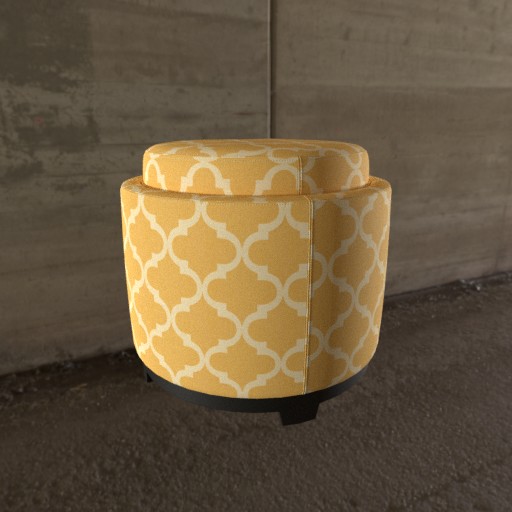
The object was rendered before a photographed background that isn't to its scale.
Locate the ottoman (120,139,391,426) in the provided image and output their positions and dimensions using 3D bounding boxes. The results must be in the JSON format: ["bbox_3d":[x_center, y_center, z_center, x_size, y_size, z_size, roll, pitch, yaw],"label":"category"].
[{"bbox_3d":[0.000,0.000,0.846,0.480,0.429,0.480,0,17,0],"label":"ottoman"}]
